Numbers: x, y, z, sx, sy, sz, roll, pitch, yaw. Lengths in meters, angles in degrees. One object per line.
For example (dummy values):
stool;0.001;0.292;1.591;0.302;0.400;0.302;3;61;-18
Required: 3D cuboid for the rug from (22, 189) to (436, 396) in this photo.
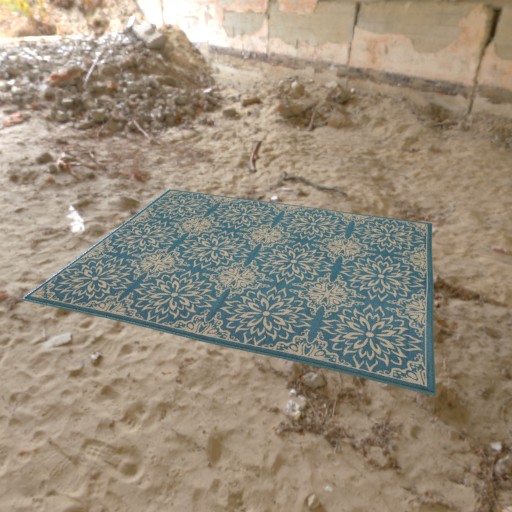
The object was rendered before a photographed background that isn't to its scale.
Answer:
rug;0.000;0.000;3.911;2.964;0.018;2.350;10;32;16
